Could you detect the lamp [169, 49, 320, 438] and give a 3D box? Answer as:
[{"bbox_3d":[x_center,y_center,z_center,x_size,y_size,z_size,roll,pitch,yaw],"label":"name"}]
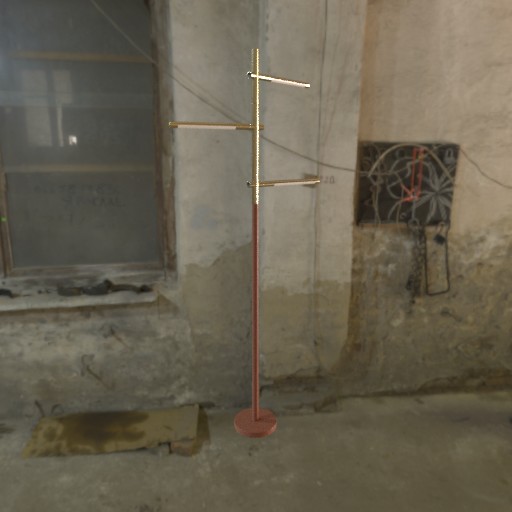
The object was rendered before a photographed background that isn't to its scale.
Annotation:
[{"bbox_3d":[0.000,0.000,1.980,0.737,1.704,0.209,-13,19,-42],"label":"lamp"}]
